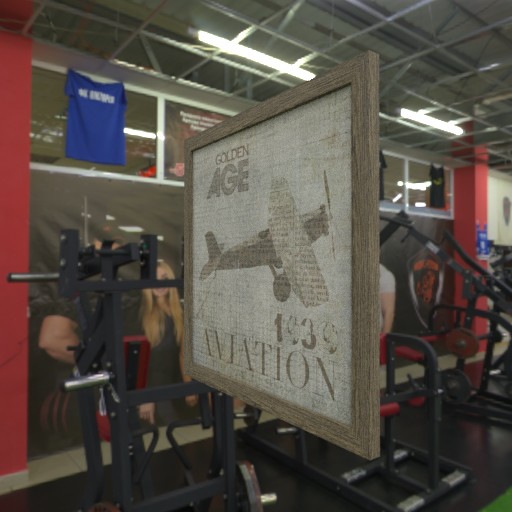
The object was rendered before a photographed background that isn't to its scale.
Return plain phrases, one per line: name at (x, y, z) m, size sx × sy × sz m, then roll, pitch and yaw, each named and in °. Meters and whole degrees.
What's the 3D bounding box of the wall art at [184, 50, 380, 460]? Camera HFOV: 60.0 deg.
wall art at (0.000, 0.000, 0.760) m, size 0.019 × 0.508 × 0.508 m, roll 0°, pitch -1°, yaw -36°
